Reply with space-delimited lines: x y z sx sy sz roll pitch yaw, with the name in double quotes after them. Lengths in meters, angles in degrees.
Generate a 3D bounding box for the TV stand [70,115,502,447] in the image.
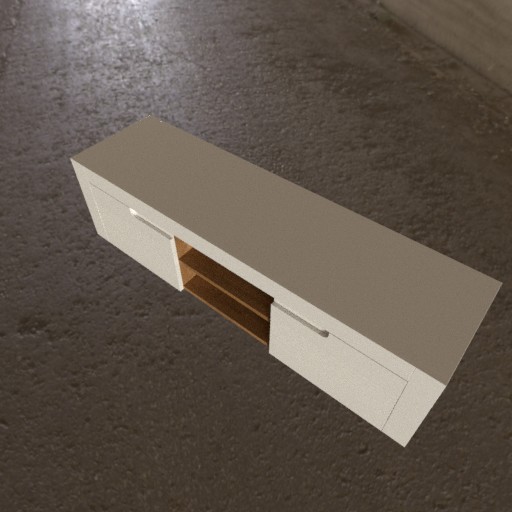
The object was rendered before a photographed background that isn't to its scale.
0.000 0.000 1.654 1.500 0.440 0.410 30 54 25 "TV stand"
